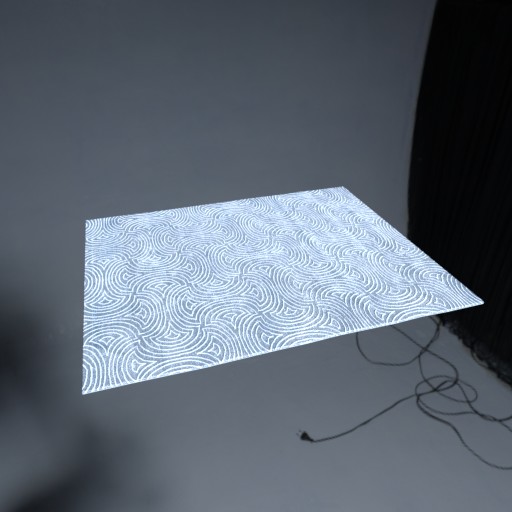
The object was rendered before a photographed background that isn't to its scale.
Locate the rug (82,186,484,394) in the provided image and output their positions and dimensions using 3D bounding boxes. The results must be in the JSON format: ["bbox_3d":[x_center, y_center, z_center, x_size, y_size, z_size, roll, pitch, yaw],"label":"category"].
[{"bbox_3d":[0.000,0.000,4.130,3.042,0.021,2.456,-9,33,-15],"label":"rug"}]
